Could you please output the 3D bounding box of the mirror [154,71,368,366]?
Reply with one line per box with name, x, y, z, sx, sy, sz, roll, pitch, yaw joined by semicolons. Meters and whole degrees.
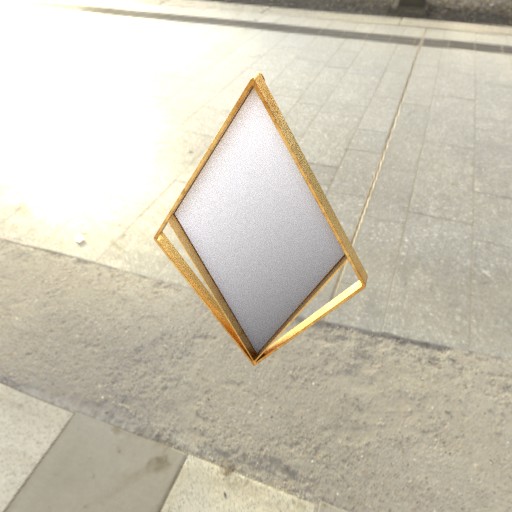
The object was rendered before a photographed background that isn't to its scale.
mirror;0.000;0.000;0.843;0.419;0.679;0.032;13;43;14
